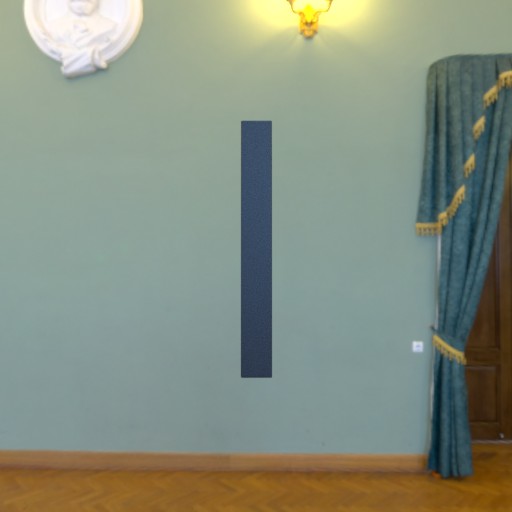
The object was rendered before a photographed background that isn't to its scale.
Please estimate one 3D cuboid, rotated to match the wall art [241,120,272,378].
[{"bbox_3d":[0.000,0.000,0.953,0.037,0.303,0.860,0,-1,0],"label":"wall art"}]
